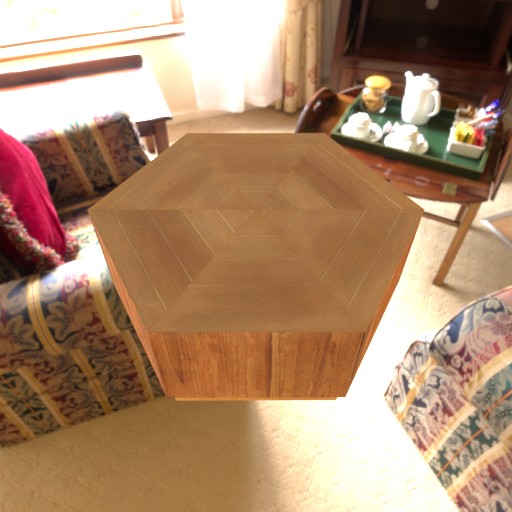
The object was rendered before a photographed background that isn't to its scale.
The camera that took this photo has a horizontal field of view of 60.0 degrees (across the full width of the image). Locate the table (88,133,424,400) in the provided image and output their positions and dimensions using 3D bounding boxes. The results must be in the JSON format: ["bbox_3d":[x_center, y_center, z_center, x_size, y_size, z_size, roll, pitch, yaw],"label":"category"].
[{"bbox_3d":[0.000,0.000,1.681,1.000,0.456,1.154,22,50,20],"label":"table"}]
